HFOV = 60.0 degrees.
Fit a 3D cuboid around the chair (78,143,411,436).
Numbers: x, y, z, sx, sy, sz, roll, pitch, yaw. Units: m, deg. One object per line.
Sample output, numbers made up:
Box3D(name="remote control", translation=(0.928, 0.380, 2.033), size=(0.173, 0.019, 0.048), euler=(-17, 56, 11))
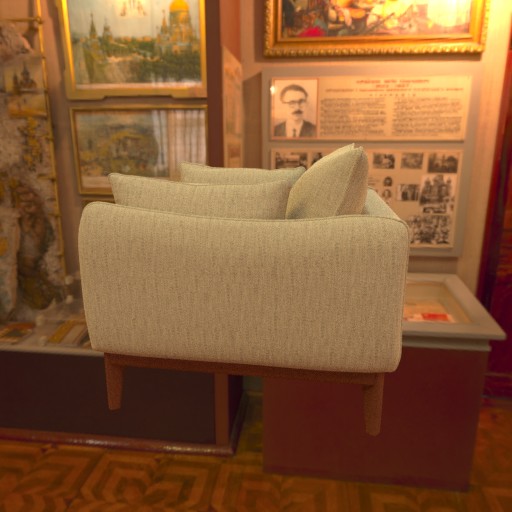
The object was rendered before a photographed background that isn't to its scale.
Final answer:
Box3D(name="chair", translation=(0.000, 0.000, 1.733), size=(0.991, 0.855, 0.994), euler=(2, 15, 9))
